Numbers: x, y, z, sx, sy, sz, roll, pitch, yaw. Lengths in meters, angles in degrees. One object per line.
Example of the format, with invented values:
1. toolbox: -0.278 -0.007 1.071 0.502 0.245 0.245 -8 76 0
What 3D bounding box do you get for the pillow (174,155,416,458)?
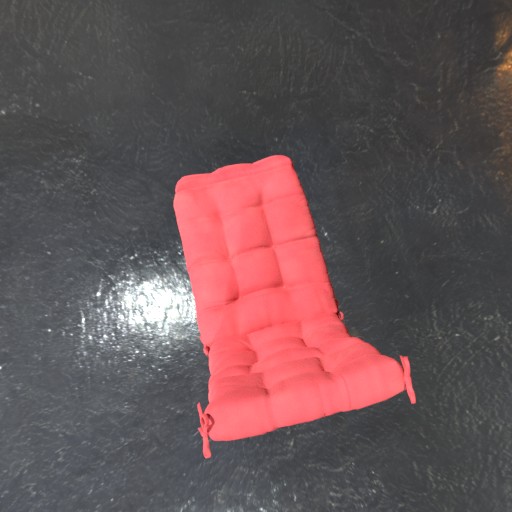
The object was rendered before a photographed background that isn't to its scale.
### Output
1. pillow: 0.000 0.000 1.489 0.526 0.863 1.016 -14 78 -3
